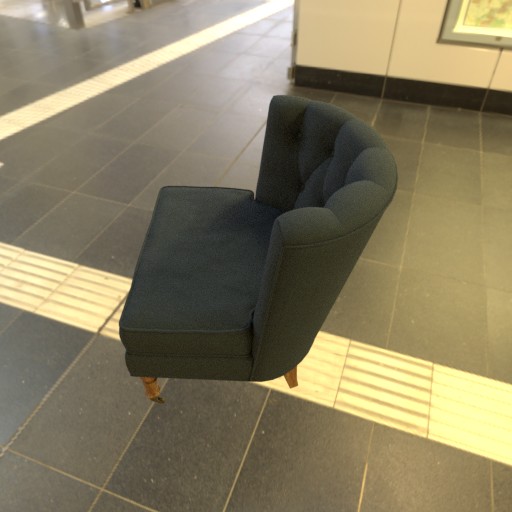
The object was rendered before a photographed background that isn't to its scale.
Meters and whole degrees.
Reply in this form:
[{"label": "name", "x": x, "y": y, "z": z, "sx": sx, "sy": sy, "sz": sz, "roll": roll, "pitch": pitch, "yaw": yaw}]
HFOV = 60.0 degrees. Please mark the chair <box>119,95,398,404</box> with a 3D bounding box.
[{"label": "chair", "x": 0.000, "y": 0.000, "z": 1.390, "sx": 0.718, "sy": 0.771, "sz": 0.740, "roll": 0, "pitch": 41, "yaw": 0}]
